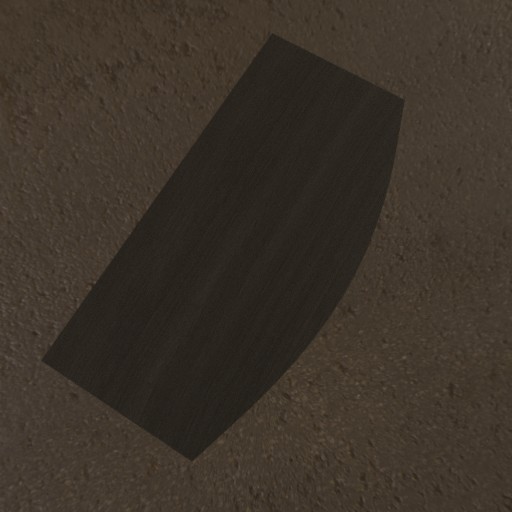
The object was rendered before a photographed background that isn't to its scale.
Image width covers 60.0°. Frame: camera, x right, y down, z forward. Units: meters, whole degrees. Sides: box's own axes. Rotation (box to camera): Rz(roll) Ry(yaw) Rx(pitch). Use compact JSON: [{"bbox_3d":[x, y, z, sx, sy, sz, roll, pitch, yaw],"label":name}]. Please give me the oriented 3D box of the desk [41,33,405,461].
[{"bbox_3d":[0.000,0.000,2.041,0.802,0.750,1.600,30,77,7],"label":"desk"}]
